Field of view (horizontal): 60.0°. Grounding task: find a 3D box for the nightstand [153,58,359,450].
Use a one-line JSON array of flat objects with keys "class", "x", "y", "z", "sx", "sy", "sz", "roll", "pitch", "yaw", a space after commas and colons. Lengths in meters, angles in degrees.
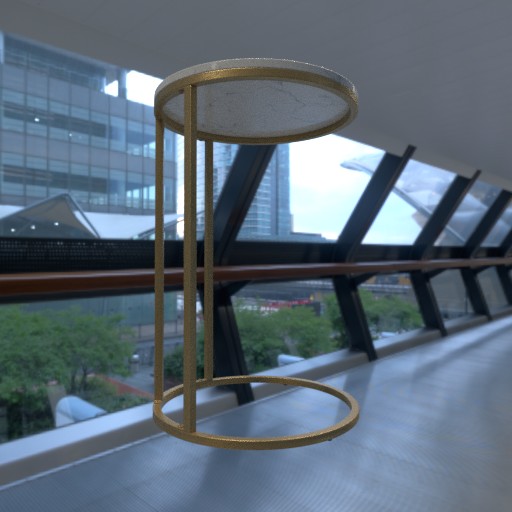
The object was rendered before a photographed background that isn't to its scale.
[{"class": "nightstand", "x": 0.000, "y": 0.000, "z": 0.885, "sx": 0.400, "sy": 0.610, "sz": 0.400, "roll": 0, "pitch": -1, "yaw": -1}]
